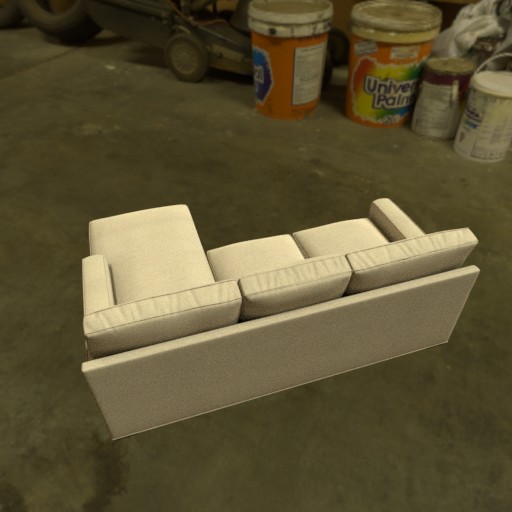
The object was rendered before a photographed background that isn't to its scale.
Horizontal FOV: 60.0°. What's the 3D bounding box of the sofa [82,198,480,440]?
[{"bbox_3d":[0.000,0.000,2.847,2.087,0.861,1.496,-12,43,-13],"label":"sofa"}]
